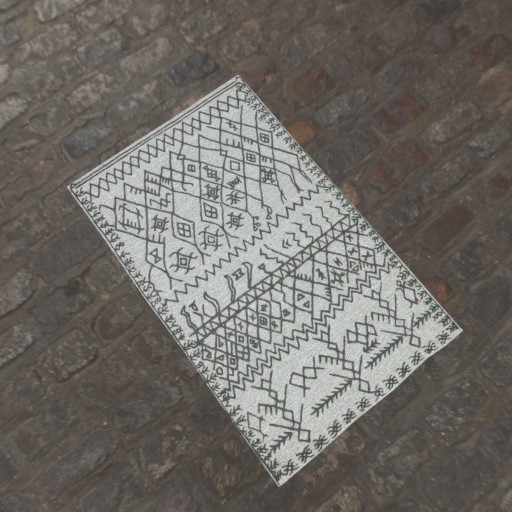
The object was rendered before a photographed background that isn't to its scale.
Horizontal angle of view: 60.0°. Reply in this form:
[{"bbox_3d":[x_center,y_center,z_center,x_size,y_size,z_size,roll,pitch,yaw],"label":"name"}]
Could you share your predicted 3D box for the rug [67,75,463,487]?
[{"bbox_3d":[0.000,0.000,4.729,2.393,0.019,3.824,-36,78,-9],"label":"rug"}]
